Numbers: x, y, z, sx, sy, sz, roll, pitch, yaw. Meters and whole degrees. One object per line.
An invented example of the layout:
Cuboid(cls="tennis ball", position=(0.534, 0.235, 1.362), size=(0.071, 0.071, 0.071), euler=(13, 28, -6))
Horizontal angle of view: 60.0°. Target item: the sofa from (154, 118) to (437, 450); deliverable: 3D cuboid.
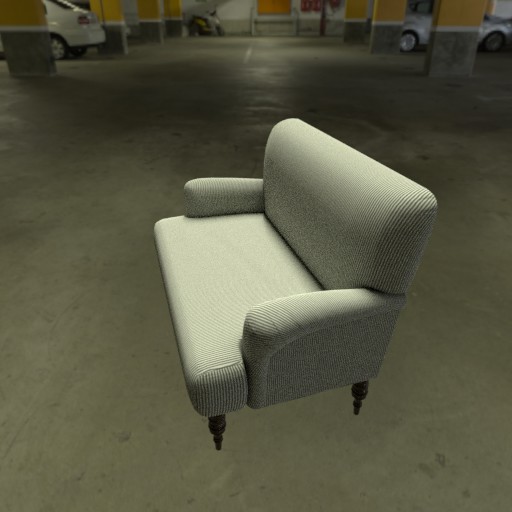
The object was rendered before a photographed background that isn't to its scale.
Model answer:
Cuboid(cls="sofa", position=(0.000, 0.000, 1.879), size=(0.779, 0.889, 1.297), euler=(-8, 30, -15))
